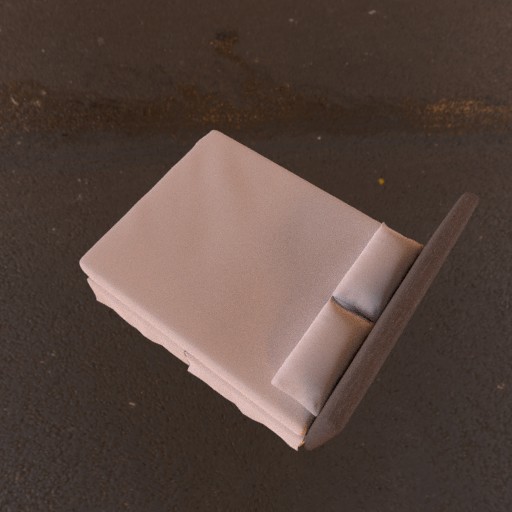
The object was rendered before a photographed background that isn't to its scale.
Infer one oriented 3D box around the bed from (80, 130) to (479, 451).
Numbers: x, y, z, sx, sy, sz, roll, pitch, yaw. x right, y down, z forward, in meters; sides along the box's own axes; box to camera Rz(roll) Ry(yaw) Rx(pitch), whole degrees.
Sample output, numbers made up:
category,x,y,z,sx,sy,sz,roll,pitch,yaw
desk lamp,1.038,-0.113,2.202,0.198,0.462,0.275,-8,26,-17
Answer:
category,x,y,z,sx,sy,sz,roll,pitch,yaw
bed,0.000,0.000,3.198,2.142,1.330,1.723,33,67,16
